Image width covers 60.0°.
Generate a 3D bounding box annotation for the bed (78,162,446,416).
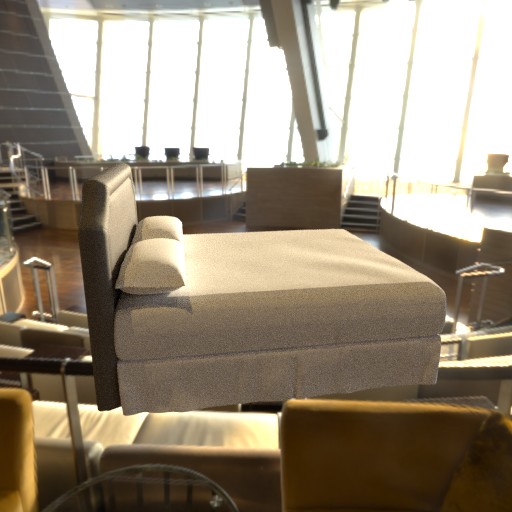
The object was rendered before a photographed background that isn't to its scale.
[{"bbox_3d":[0.000,0.000,3.969,2.536,1.561,2.194,-3,16,-9],"label":"bed"}]
